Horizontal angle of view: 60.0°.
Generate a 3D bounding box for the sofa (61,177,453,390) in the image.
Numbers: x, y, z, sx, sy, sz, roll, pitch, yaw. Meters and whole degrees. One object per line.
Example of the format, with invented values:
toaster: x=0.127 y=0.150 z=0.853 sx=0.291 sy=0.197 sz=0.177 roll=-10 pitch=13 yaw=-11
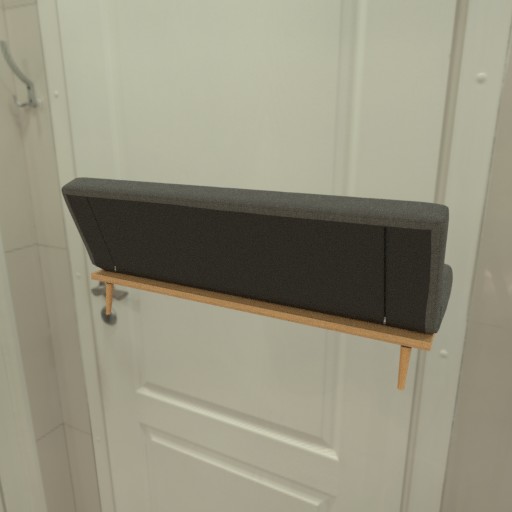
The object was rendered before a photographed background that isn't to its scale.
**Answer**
sofa: x=0.000 y=0.000 z=2.254 sx=1.820 sy=0.770 sz=0.820 roll=8 pitch=18 yaw=26
